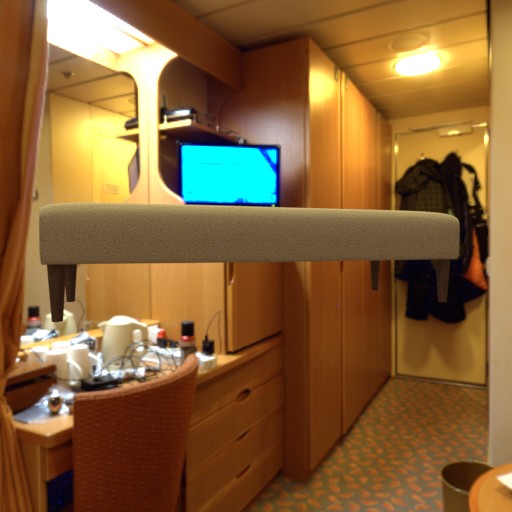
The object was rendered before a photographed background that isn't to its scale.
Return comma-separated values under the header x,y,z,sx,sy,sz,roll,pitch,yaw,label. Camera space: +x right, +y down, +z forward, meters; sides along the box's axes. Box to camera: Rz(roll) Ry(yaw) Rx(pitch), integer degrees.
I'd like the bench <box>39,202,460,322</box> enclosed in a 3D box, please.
x,y,z,sx,sy,sz,roll,pitch,yaw,label
0.000,0.000,1.896,1.609,0.393,0.646,-1,2,-18,bench
